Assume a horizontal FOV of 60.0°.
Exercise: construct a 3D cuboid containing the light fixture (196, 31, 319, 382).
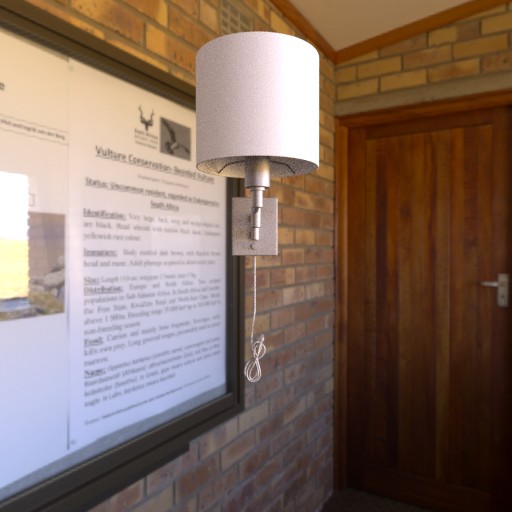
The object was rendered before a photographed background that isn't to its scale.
[{"bbox_3d":[0.000,0.000,0.899,0.203,0.651,0.516,0,1,-1],"label":"light fixture"}]
